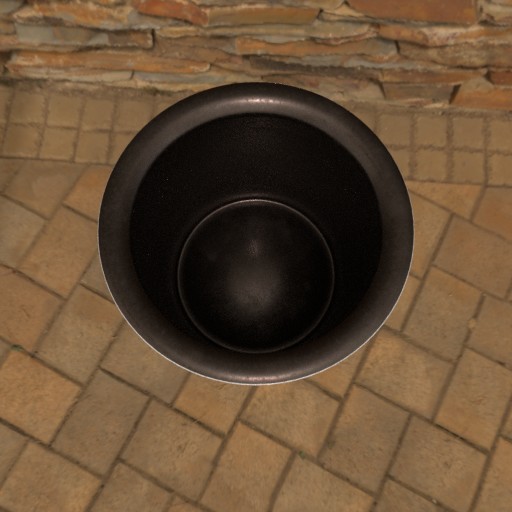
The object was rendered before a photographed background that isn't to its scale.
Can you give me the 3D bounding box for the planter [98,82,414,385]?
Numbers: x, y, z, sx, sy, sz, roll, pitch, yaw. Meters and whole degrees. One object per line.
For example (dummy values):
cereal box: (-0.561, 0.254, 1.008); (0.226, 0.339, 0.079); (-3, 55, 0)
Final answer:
planter: (0.000, 0.000, 0.294); (0.160, 0.156, 0.160); (0, 77, 0)
